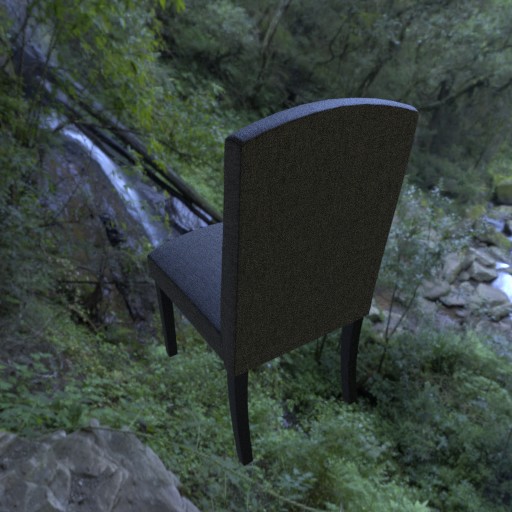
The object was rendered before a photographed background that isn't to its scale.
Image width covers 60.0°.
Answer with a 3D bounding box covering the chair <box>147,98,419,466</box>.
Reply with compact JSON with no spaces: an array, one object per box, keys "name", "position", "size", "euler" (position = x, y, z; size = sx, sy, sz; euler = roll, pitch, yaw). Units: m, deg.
[{"name":"chair","position":[0.000,0.000,1.230],"size":[0.451,0.917,0.580],"euler":[-18,35,-28]}]
